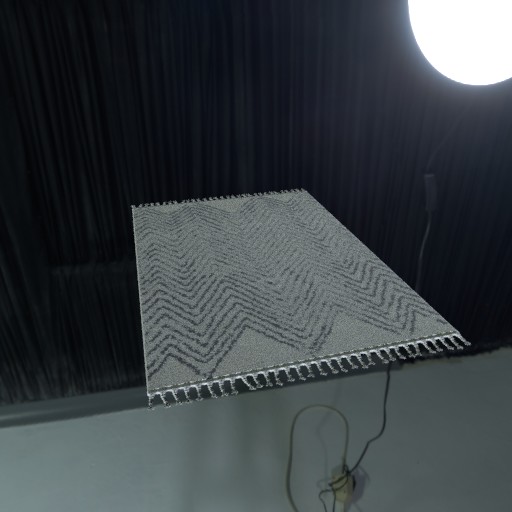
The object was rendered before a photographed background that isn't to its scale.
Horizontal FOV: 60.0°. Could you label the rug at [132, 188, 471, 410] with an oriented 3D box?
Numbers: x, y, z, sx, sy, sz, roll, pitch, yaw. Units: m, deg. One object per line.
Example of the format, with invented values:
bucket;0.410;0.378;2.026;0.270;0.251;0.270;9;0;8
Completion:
rug;0.000;0.000;2.341;1.230;0.014;1.847;-8;29;-14
